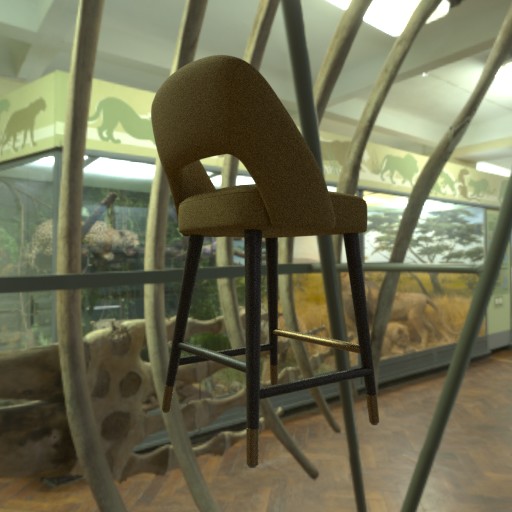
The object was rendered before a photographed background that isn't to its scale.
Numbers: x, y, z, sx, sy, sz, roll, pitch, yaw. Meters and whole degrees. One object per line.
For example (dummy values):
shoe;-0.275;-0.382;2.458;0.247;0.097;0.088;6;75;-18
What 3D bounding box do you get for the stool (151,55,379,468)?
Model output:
stool;0.000;0.000;1.262;0.522;0.939;0.536;0;0;-37
